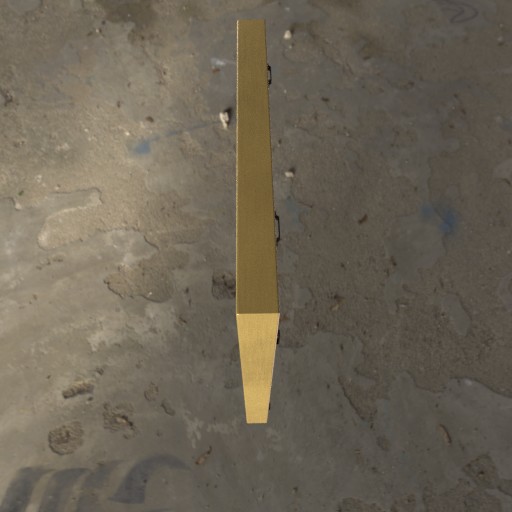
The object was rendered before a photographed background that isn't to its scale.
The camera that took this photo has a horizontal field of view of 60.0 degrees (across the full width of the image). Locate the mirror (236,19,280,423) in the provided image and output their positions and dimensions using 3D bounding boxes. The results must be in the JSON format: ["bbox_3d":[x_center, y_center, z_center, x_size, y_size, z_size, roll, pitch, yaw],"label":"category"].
[{"bbox_3d":[0.000,0.000,0.685,0.041,0.508,0.405,-1,60,-1],"label":"mirror"}]
